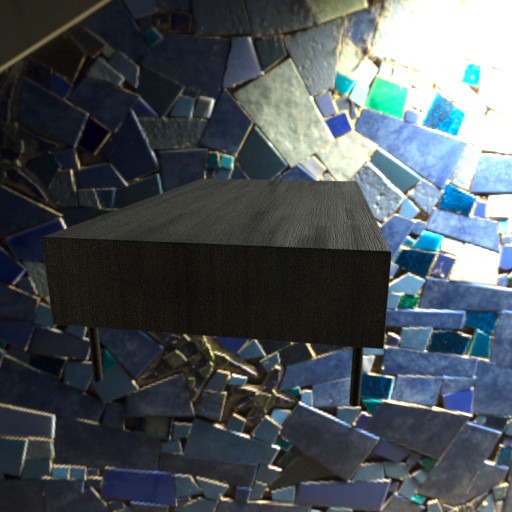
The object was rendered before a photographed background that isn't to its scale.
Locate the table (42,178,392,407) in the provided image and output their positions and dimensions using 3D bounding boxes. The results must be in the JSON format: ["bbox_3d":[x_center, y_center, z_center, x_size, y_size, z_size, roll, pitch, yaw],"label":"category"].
[{"bbox_3d":[0.000,0.000,1.348,0.643,0.347,1.088,3,16,9],"label":"table"}]
